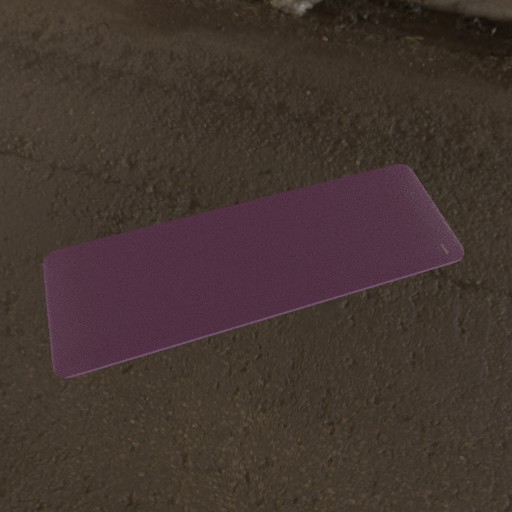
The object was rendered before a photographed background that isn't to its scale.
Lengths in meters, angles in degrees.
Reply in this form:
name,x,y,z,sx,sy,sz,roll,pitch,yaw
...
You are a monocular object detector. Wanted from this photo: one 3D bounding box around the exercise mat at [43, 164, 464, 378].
name,x,y,z,sx,sy,sz,roll,pitch,yaw
exercise mat,0.000,0.000,2.039,1.869,0.021,0.616,-15,60,-9
